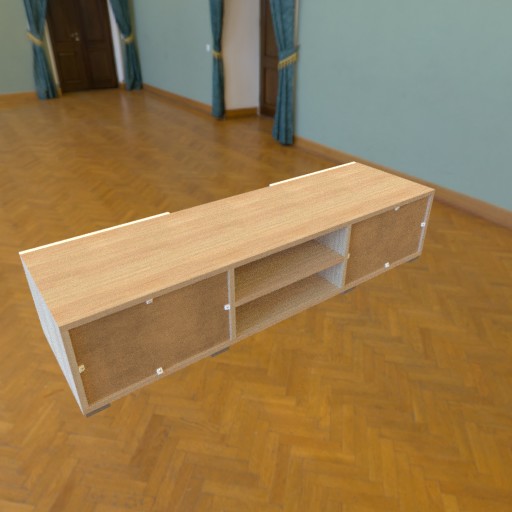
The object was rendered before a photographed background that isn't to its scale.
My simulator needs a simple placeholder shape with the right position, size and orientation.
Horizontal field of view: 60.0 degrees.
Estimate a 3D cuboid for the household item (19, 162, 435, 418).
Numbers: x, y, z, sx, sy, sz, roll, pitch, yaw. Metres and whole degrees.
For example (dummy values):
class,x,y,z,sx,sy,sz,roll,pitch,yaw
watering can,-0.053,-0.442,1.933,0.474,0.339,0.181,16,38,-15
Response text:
class,x,y,z,sx,sy,sz,roll,pitch,yaw
household item,0.000,0.000,1.573,1.400,0.310,0.420,-20,36,-31
